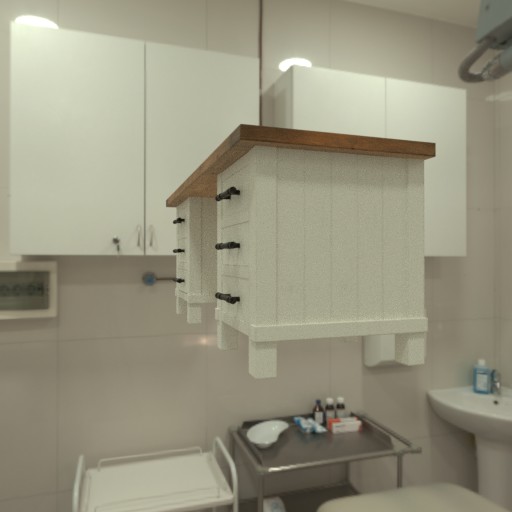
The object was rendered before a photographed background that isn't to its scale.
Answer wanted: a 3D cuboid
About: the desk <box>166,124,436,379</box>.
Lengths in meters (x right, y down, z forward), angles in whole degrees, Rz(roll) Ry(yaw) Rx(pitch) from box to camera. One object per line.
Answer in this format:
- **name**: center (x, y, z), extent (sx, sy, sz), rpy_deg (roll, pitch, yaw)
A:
- **desk**: center (0.000, 0.000, 2.251), extent (0.688, 0.760, 1.803), rpy_deg (0, 0, -18)
